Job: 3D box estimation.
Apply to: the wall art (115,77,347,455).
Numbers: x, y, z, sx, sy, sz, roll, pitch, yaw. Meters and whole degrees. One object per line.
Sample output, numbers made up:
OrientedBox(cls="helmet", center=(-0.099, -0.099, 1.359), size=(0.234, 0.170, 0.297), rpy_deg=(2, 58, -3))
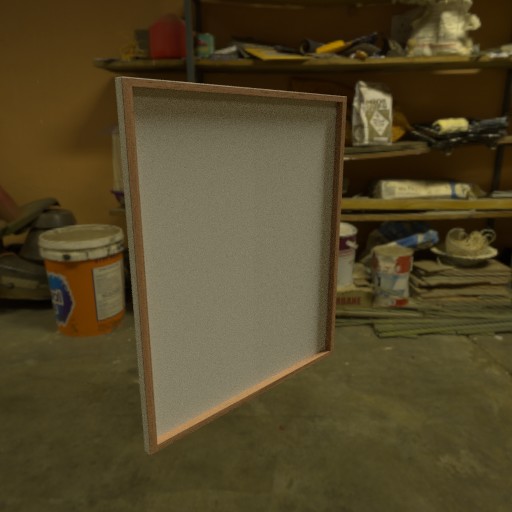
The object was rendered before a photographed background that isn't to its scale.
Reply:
OrientedBox(cls="wall art", center=(0.000, 0.000, 1.005), size=(0.609, 0.710, 0.021), rpy_deg=(-15, 21, -42))
